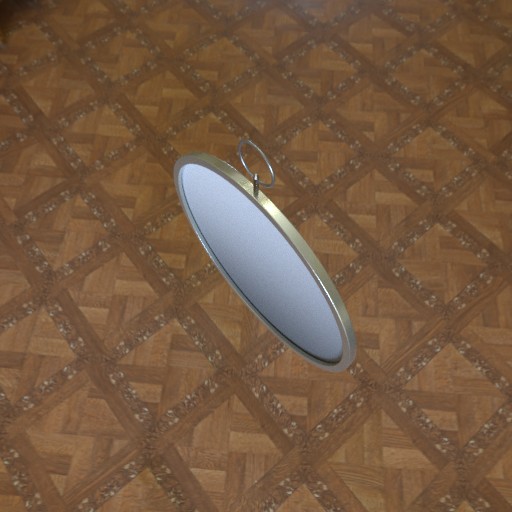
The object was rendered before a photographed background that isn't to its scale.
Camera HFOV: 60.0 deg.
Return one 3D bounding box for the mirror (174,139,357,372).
[{"bbox_3d":[0.000,0.000,0.969,0.020,0.713,0.594,-38,69,-17],"label":"mirror"}]
